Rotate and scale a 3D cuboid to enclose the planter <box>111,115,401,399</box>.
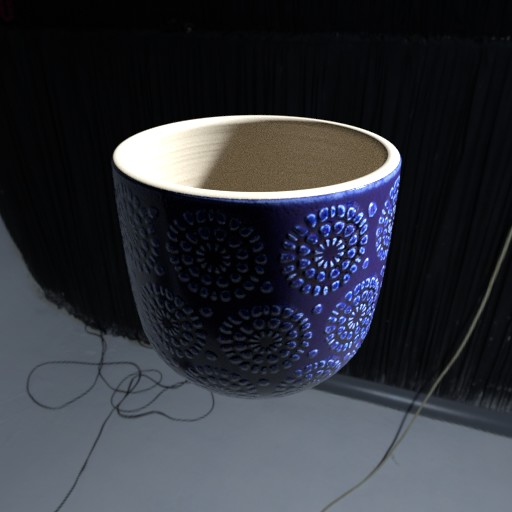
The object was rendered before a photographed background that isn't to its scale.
[{"bbox_3d":[0.000,0.000,0.294,0.165,0.149,0.165,0,30,0],"label":"planter"}]
